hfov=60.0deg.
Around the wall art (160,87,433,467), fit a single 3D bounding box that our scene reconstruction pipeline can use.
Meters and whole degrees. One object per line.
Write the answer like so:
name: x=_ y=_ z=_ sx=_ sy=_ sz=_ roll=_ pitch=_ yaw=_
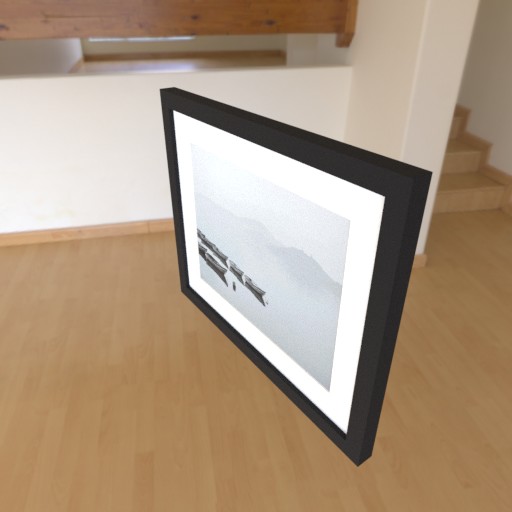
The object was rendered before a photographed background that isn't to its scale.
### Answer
wall art: x=0.000 y=0.000 z=0.742 sx=0.030 sy=0.454 sz=0.554 roll=-21 pitch=37 yaw=-30
